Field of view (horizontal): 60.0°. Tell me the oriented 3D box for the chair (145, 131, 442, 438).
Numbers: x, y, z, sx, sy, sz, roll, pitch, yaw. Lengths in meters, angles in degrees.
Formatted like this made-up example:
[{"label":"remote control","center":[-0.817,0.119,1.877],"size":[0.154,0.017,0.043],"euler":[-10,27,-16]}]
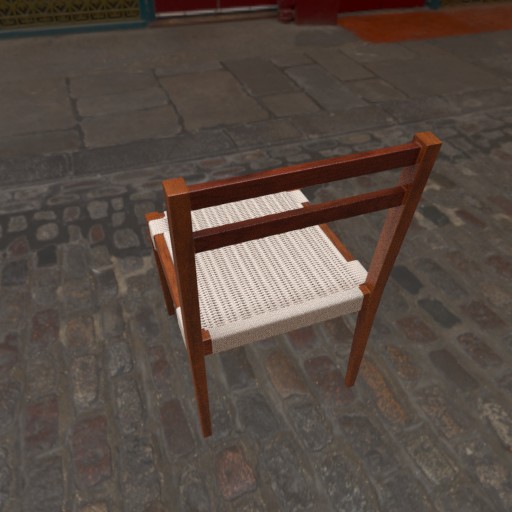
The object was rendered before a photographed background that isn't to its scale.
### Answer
[{"label":"chair","center":[0.000,0.000,1.192],"size":[0.495,0.851,0.569],"euler":[-14,43,-15]}]
